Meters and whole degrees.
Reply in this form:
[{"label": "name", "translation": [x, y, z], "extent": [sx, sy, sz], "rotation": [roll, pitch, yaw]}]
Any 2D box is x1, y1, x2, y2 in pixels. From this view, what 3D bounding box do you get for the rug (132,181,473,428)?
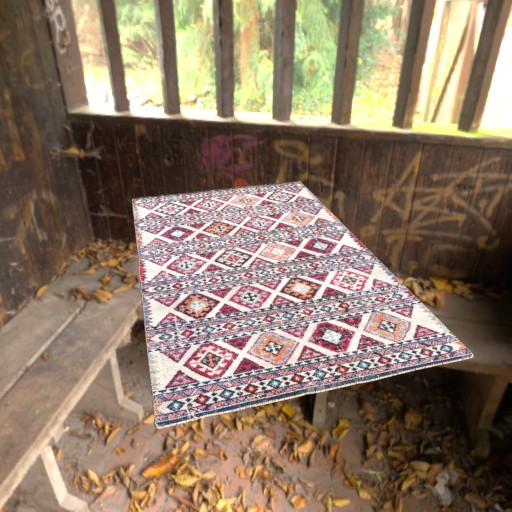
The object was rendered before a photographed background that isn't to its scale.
[{"label": "rug", "translation": [0.000, 0.000, 2.991], "extent": [1.545, 0.010, 2.440], "rotation": [-8, 32, -13]}]
